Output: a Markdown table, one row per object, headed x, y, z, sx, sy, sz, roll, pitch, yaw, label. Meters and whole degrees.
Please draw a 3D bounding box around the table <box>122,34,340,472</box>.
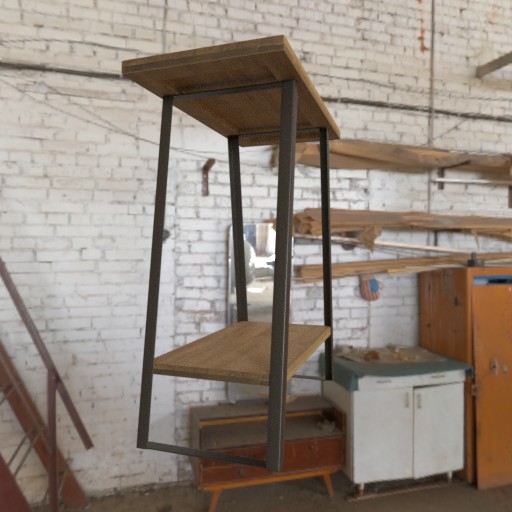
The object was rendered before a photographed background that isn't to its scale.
| x | y | z | sx | sy | sz | roll | pitch | yaw | label |
| --- | --- | --- | --- | --- | --- | --- | --- | --- | --- |
| 0.000 | 0.000 | 1.026 | 0.300 | 0.701 | 0.599 | 0 | 1 | 19 | table |
